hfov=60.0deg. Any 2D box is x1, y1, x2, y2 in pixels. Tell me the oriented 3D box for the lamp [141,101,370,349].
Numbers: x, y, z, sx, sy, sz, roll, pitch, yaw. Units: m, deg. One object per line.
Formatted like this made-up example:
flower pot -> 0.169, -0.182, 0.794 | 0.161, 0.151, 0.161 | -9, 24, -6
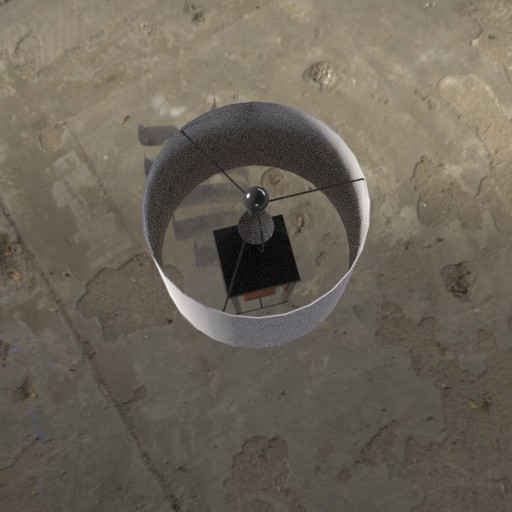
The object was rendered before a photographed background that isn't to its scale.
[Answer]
lamp -> 0.000, 0.000, 0.777 | 0.320, 0.591, 0.320 | 0, 77, 0
